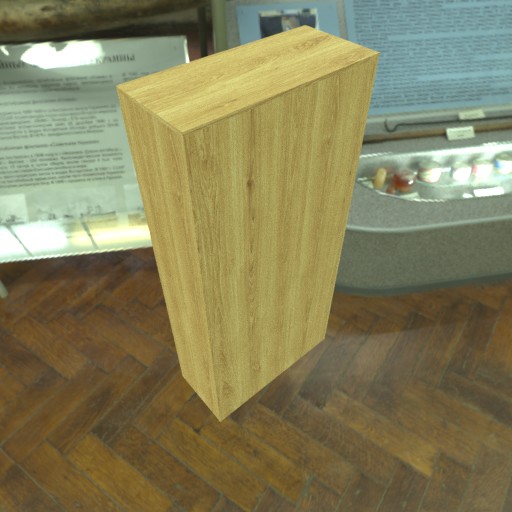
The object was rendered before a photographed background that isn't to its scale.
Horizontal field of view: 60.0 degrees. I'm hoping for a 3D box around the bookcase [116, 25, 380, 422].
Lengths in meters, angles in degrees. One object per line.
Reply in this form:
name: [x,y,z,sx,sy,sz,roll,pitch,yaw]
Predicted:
bookcase: [0.000,0.000,2.391,0.950,2.020,0.420,-31,53,-27]
